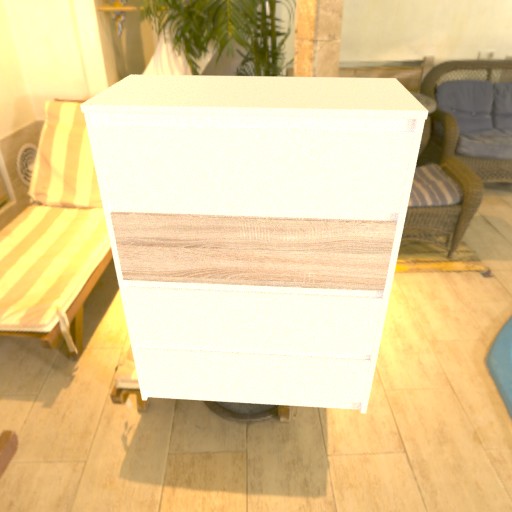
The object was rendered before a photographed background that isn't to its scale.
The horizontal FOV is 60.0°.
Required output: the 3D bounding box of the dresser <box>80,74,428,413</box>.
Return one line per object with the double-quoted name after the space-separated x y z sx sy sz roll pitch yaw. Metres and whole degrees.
0.000 0.000 1.452 0.800 1.040 0.380 2 32 4 "dresser"
